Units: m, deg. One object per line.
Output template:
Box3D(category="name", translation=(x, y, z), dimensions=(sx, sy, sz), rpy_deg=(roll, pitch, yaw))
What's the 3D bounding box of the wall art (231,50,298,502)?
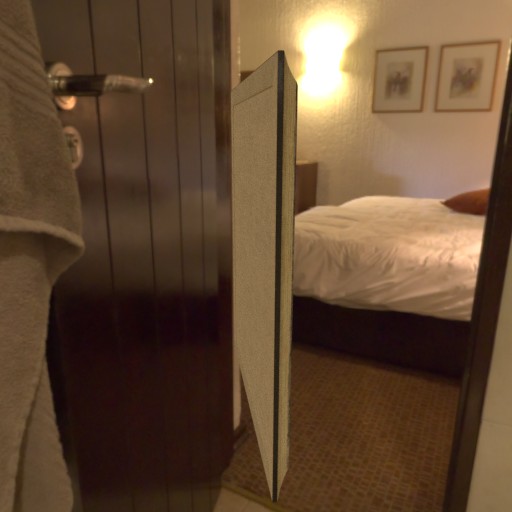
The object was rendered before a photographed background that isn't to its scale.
Box3D(category="wall art", translation=(0.000, 0.000, 0.608), dimensions=(0.023, 0.457, 0.381), rpy_deg=(-2, 16, -9))
